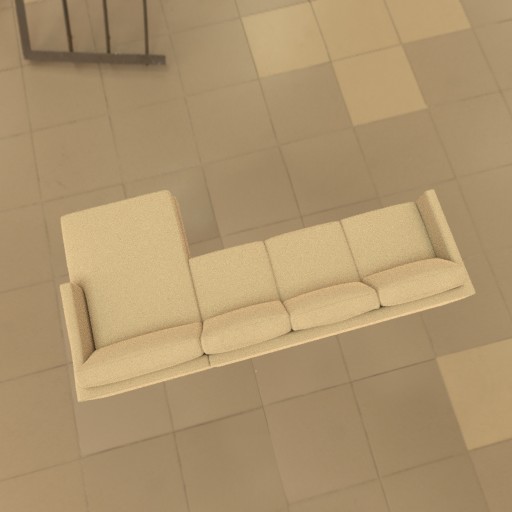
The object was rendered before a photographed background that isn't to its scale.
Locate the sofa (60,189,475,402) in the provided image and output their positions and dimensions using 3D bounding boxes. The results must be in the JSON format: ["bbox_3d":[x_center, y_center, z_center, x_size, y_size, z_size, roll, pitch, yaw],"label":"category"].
[{"bbox_3d":[0.000,0.000,3.822,3.186,0.861,1.625,-15,76,-4],"label":"sofa"}]
